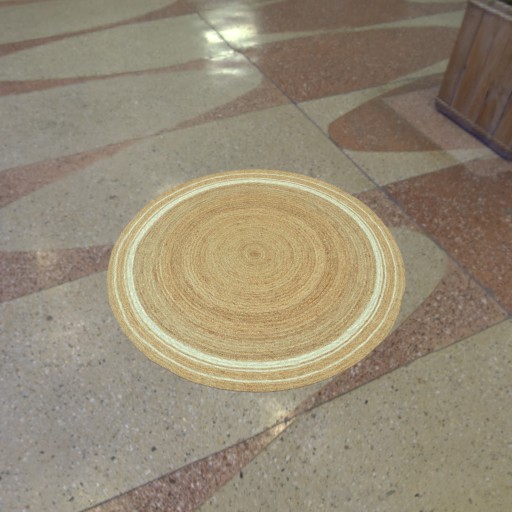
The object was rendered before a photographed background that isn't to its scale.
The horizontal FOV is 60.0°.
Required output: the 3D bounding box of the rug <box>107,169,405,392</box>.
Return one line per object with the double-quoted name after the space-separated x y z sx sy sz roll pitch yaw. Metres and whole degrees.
0.000 0.000 3.727 2.444 0.015 2.444 0 47 0 "rug"
